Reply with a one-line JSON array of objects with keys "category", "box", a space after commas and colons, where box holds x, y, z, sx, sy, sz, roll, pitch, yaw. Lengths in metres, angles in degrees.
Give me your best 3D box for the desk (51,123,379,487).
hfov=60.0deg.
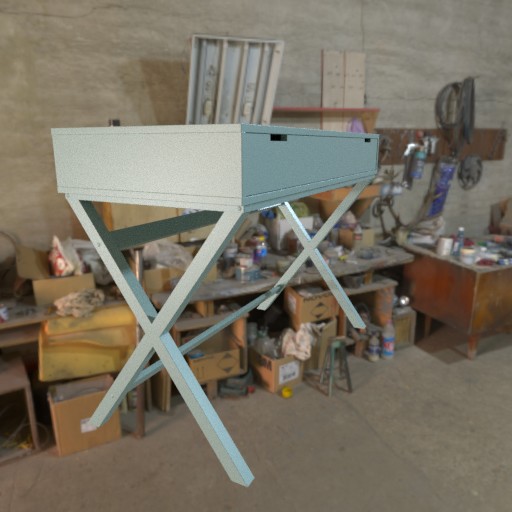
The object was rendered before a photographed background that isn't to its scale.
[{"category": "desk", "box": [0.000, 0.000, 1.450, 0.509, 0.780, 1.059, 7, 16, 27]}]
